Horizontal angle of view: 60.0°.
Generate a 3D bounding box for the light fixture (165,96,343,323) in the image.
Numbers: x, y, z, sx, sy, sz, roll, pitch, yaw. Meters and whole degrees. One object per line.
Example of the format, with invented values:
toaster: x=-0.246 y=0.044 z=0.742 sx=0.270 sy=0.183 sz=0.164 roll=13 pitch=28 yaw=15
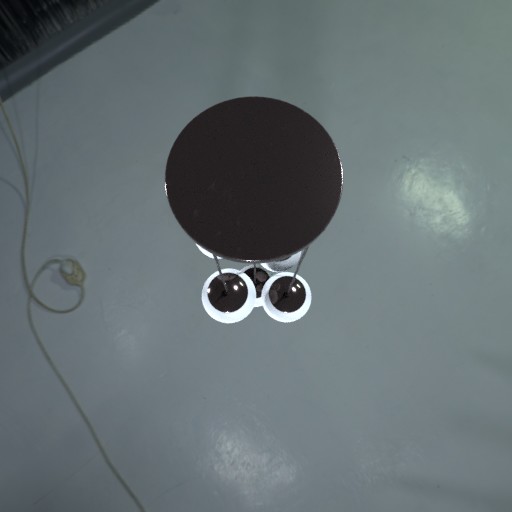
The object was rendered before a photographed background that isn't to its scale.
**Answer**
light fixture: x=0.000 y=0.000 z=1.473 sx=0.484 sy=1.271 sz=0.489 roll=-41 pitch=79 yaw=-9
